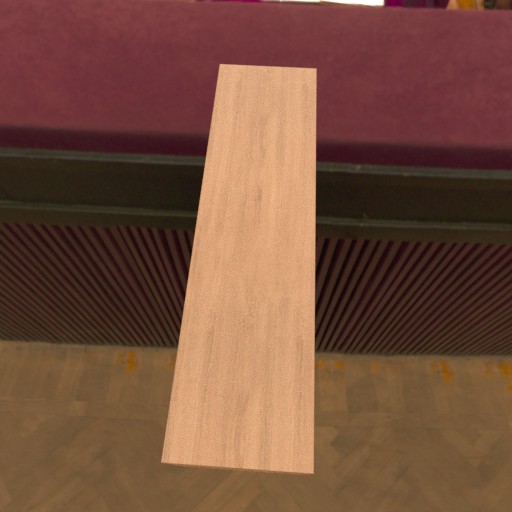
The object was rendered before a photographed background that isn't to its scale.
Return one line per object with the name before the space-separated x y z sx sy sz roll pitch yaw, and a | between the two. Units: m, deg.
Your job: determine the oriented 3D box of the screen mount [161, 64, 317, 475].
screen mount | 0.000 0.000 1.721 0.400 0.510 1.500 3 63 2
